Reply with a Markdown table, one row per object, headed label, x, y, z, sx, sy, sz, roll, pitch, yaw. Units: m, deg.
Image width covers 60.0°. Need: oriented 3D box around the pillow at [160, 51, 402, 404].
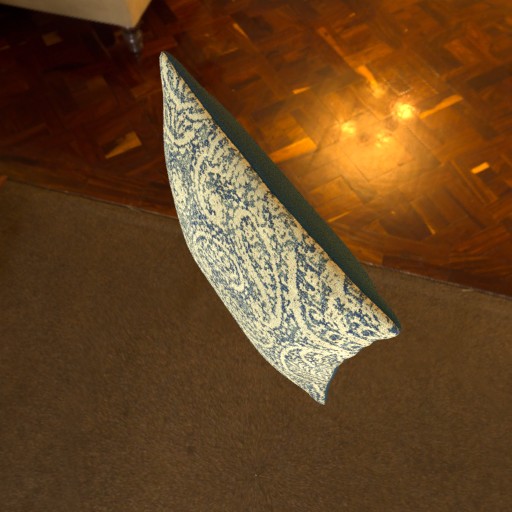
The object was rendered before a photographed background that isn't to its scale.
| label | x | y | z | sx | sy | sz | roll | pitch | yaw |
| --- | --- | --- | --- | --- | --- | --- | --- | --- | --- |
| pillow | 0.000 | 0.000 | 0.785 | 0.166 | 0.510 | 0.523 | -31 | 68 | -14 |
